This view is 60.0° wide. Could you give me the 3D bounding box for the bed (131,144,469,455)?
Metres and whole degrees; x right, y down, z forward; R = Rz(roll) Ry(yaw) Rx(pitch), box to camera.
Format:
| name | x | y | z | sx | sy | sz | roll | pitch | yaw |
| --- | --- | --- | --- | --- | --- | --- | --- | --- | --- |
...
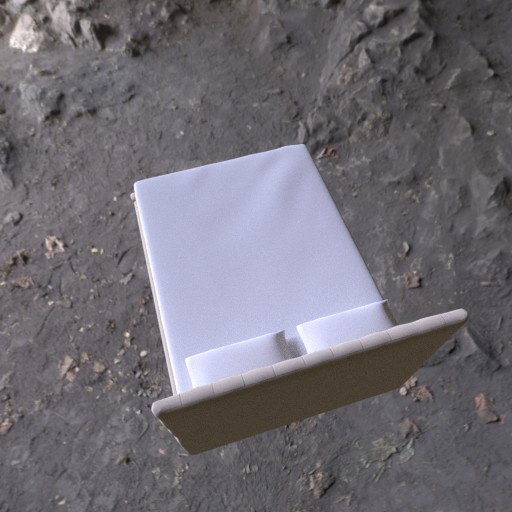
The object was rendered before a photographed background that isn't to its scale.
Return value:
| name | x | y | z | sx | sy | sz | roll | pitch | yaw |
| --- | --- | --- | --- | --- | --- | --- | --- | --- | --- |
| bed | 0.000 | 0.000 | 3.330 | 1.696 | 1.426 | 2.233 | -15 | 60 | -9 |
